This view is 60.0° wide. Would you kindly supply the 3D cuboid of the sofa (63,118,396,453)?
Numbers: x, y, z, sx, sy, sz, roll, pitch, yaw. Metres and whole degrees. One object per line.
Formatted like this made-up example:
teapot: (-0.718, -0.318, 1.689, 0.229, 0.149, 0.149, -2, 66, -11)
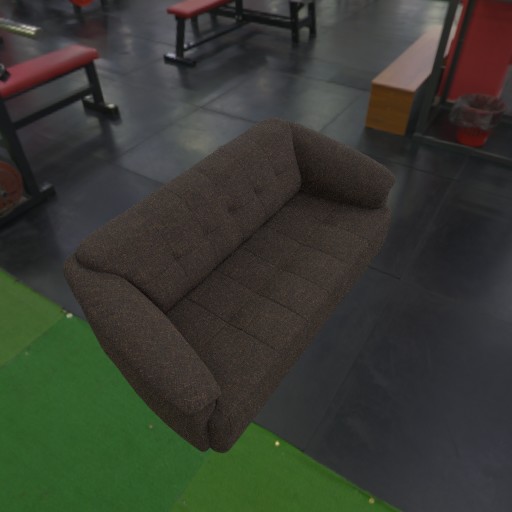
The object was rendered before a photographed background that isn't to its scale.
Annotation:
sofa: (0.000, 0.000, 2.317, 0.887, 0.790, 1.849, 26, 49, 25)
